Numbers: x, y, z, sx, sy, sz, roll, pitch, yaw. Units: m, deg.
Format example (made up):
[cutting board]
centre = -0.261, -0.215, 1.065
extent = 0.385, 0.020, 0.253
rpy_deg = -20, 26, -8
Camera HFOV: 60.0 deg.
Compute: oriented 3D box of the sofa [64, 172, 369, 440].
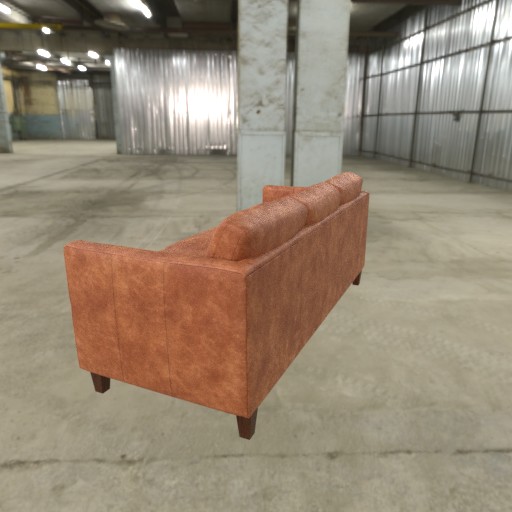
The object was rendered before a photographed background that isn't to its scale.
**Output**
[sofa]
centre = 0.000, 0.000, 3.055
extent = 1.045, 1.006, 2.464
rpy_deg = 7, 18, 24
